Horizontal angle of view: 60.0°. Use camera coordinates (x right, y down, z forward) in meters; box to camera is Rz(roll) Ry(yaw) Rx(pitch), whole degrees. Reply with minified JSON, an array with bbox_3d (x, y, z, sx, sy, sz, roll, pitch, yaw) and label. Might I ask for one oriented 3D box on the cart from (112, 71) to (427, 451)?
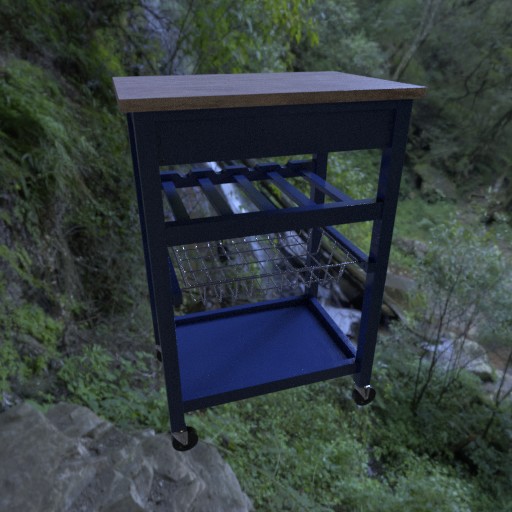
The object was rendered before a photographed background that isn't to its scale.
[{"bbox_3d":[0.000,0.000,1.140,0.584,0.839,0.403,-8,28,-16],"label":"cart"}]
